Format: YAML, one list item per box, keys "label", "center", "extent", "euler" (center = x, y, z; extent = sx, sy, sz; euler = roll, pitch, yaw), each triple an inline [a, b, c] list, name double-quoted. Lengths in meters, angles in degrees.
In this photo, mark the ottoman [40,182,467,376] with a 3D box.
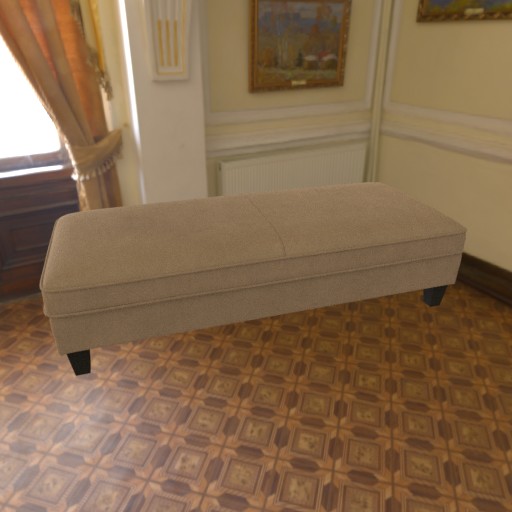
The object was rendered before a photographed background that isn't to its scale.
- label: "ottoman"
  center: [0.000, 0.000, 2.042]
  extent: [1.726, 0.460, 0.735]
  euler: [-8, 28, -16]
